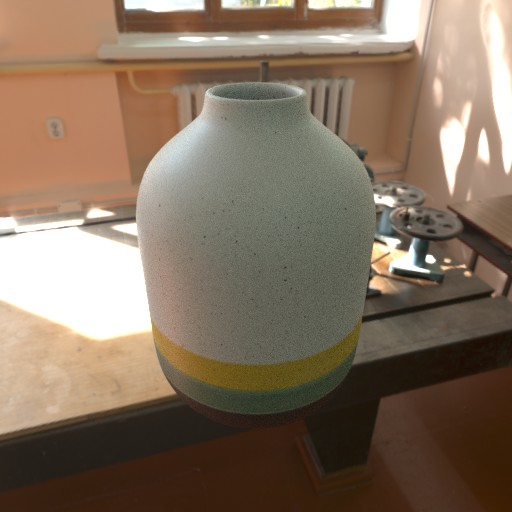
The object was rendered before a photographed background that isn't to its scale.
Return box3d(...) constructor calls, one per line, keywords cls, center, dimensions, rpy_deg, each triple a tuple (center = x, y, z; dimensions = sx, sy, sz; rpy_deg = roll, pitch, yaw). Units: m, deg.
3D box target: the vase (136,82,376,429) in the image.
box3d(cls="vase", center=(0.000, 0.000, 0.338), dimensions=(0.169, 0.240, 0.169), rpy_deg=(0, 30, 0))
